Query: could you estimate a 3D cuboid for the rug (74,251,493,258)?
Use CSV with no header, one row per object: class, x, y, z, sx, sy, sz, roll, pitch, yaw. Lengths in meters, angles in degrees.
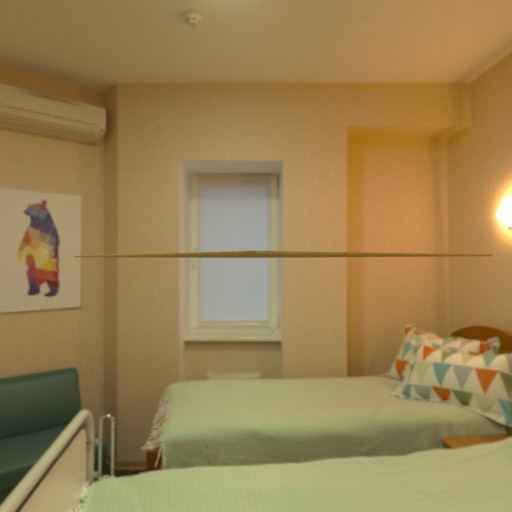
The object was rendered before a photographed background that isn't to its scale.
rug,0.000,0.000,4.235,2.486,0.015,3.242,0,-1,-37
